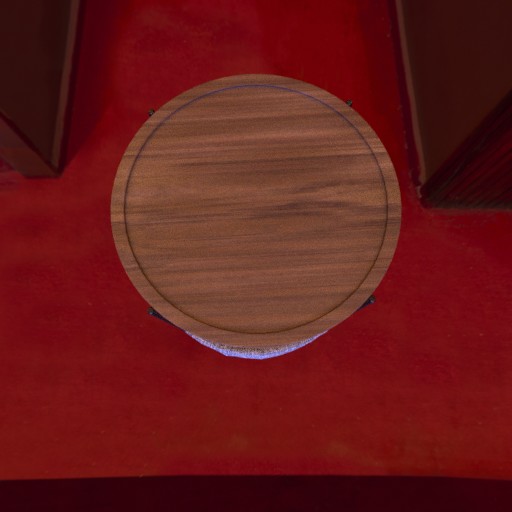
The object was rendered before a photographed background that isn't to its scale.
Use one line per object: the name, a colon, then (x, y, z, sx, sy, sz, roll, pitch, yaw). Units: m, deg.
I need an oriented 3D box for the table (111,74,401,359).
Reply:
table: (0.000, 0.000, 0.891, 0.400, 0.623, 0.400, -3, 76, -1)
